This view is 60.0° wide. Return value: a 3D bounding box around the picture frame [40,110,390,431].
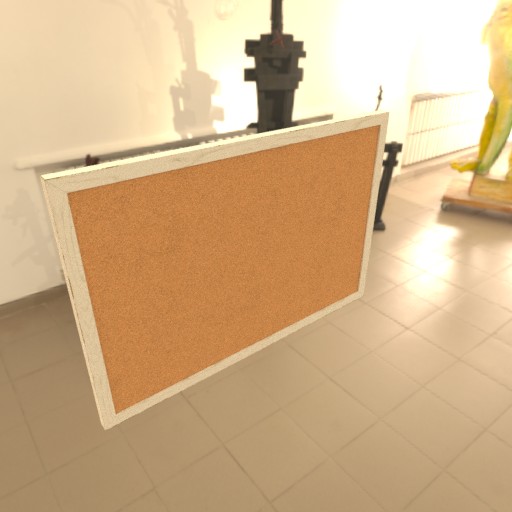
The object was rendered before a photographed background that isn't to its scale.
[{"bbox_3d":[0.000,0.000,1.189,0.950,0.640,0.029,-21,35,-32],"label":"picture frame"}]
